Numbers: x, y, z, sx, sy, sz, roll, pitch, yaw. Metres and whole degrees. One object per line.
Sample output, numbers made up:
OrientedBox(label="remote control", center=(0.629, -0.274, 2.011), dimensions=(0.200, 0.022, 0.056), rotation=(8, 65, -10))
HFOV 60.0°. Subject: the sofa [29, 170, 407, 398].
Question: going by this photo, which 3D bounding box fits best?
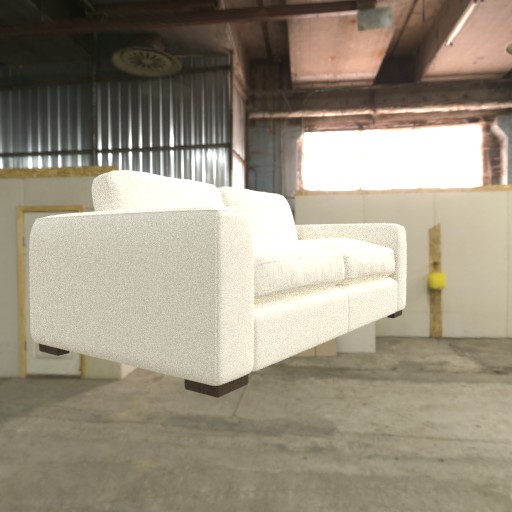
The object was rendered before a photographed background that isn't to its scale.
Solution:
OrientedBox(label="sofa", center=(0.000, 0.000, 2.374), dimensions=(1.069, 0.801, 1.920), rotation=(1, 2, 35))
